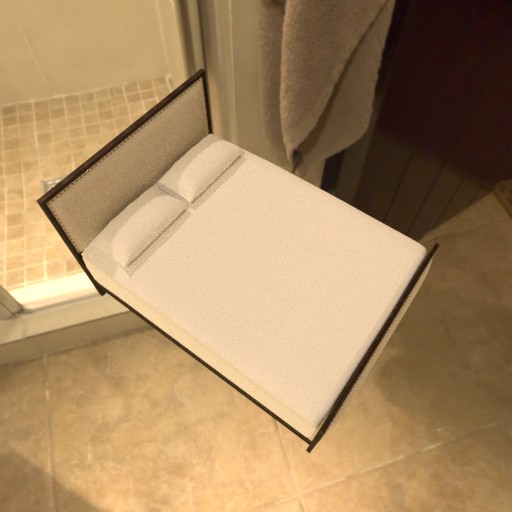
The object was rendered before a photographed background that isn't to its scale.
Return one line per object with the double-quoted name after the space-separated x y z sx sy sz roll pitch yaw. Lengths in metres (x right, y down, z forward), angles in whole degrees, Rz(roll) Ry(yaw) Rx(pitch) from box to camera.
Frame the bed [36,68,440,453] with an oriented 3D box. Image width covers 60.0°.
0.000 0.000 3.319 2.221 1.313 1.607 32 64 18 "bed"
